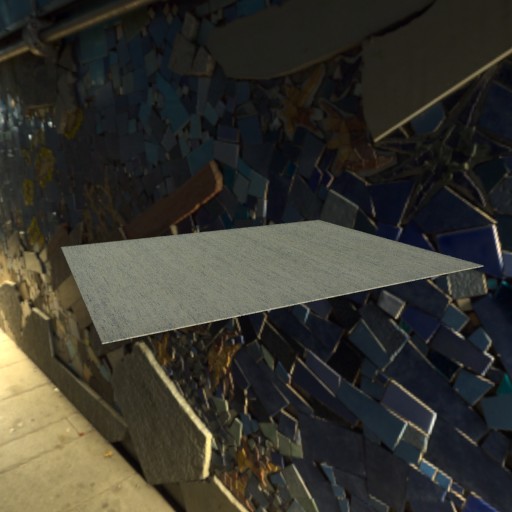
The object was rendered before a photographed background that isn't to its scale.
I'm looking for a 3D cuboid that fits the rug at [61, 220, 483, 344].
[{"bbox_3d":[0.000,0.000,4.187,3.197,0.006,2.438,-8,17,-27],"label":"rug"}]
